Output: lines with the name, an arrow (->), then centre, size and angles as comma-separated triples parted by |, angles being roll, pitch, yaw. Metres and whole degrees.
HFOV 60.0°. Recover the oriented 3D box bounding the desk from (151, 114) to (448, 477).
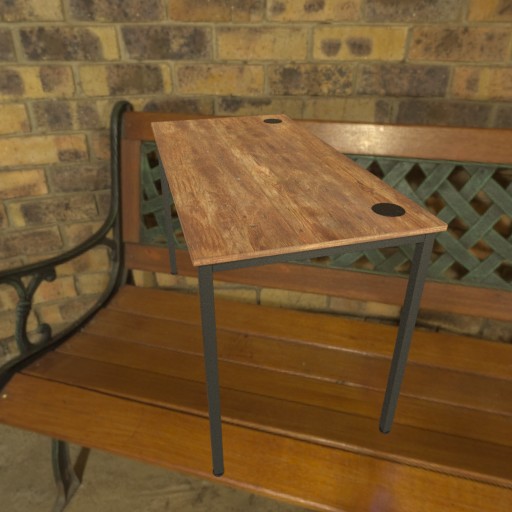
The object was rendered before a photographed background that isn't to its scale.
desk -> 0.000, 0.000, 1.653 | 0.600, 0.749, 1.200 | -8, 31, -13
